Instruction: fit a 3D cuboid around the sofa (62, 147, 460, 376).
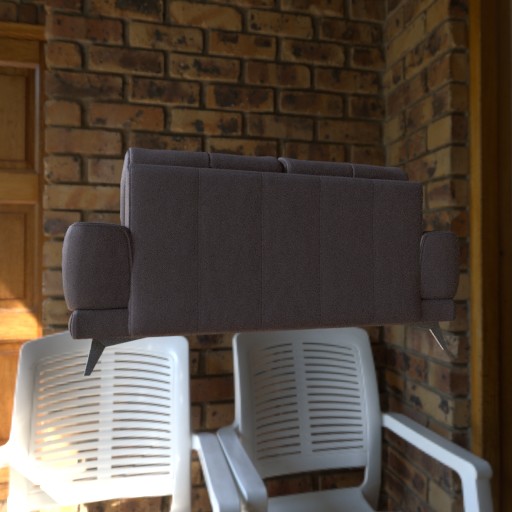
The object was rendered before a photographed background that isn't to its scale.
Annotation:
[{"bbox_3d":[0.000,0.000,2.337,1.806,0.907,1.018,0,-1,-18],"label":"sofa"}]
